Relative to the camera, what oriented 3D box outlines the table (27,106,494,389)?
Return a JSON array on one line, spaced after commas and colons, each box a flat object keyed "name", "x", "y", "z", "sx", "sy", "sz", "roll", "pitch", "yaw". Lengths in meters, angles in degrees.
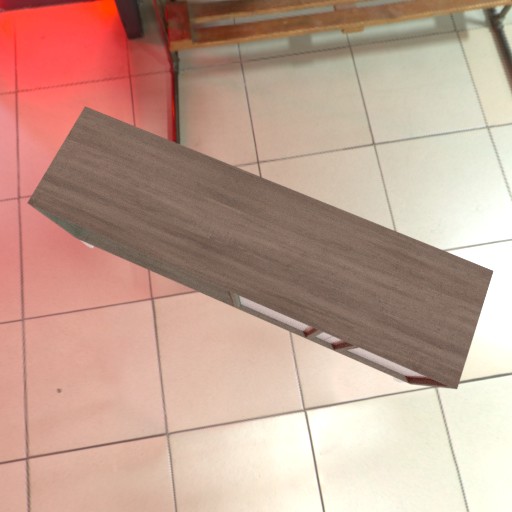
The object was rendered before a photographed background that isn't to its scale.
[{"name": "table", "x": 0.000, "y": 0.000, "z": 1.714, "sx": 1.500, "sy": 0.530, "sz": 0.400, "roll": 23, "pitch": 77, "yaw": 6}]
